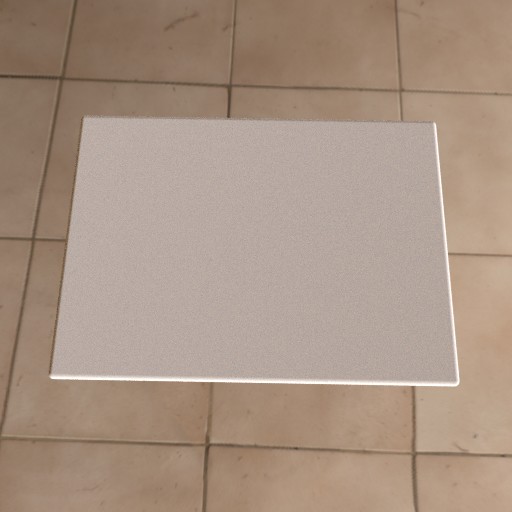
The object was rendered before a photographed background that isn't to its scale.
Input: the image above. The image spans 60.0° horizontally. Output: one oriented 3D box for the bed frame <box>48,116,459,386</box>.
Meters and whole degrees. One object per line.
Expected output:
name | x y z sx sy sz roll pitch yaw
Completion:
bed frame | 0.000 0.000 2.575 1.956 0.659 1.408 1 76 0
